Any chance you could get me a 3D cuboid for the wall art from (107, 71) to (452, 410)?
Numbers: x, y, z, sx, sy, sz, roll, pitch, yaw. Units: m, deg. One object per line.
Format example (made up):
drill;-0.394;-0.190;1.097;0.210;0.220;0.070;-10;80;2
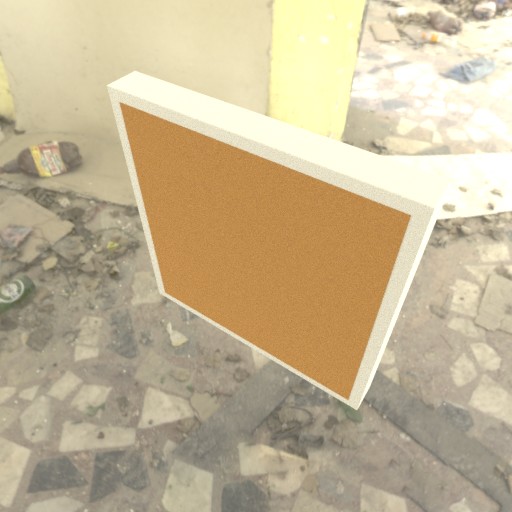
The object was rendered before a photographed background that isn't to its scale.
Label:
wall art;0.000;0.000;0.468;0.305;0.305;0.037;26;52;23
